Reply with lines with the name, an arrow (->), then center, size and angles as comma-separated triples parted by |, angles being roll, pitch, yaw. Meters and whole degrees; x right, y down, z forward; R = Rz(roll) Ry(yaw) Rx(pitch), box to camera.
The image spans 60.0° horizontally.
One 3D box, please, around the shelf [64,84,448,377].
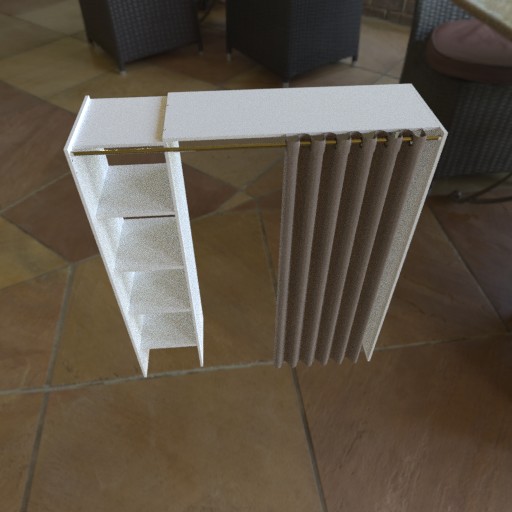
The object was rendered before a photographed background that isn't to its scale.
shelf -> 0.000, 0.000, 2.642 | 1.600, 1.820, 0.500 | -3, 46, -3
